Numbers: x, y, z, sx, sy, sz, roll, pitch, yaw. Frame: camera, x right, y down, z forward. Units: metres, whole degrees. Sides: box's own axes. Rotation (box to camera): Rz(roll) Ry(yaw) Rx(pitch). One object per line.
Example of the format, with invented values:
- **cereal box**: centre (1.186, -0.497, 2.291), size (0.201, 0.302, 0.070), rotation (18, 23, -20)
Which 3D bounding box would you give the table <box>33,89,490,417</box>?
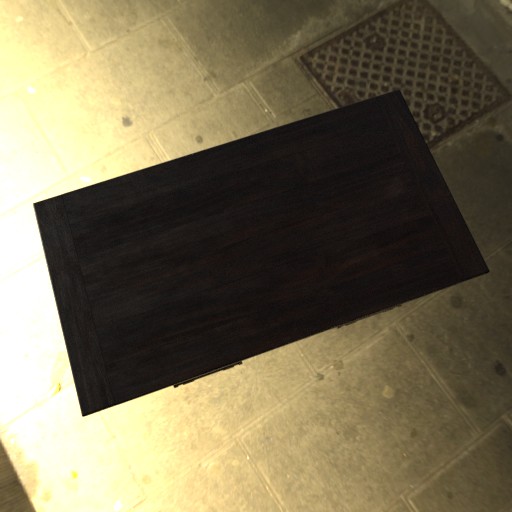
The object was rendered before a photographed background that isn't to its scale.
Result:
- **table**: centre (0.000, 0.000, 1.613), size (1.270, 0.494, 0.700), rotation (-19, 76, -5)
